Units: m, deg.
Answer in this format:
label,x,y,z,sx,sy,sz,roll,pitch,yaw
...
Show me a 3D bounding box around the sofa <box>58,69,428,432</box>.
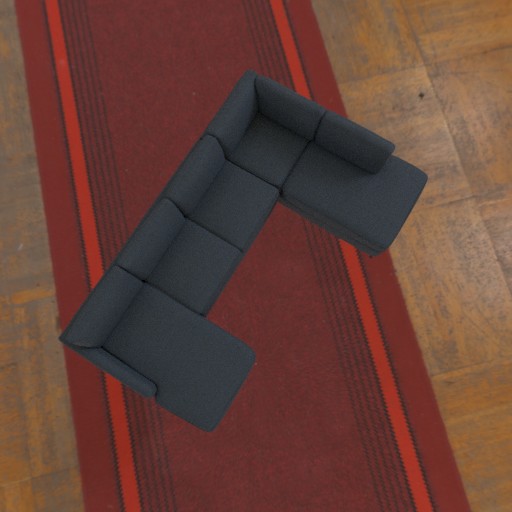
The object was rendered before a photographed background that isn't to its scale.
label,x,y,z,sx,sy,sz,roll,pitch,yaw
sofa,0.000,0.000,3.938,1.984,0.858,2.975,31,78,7
